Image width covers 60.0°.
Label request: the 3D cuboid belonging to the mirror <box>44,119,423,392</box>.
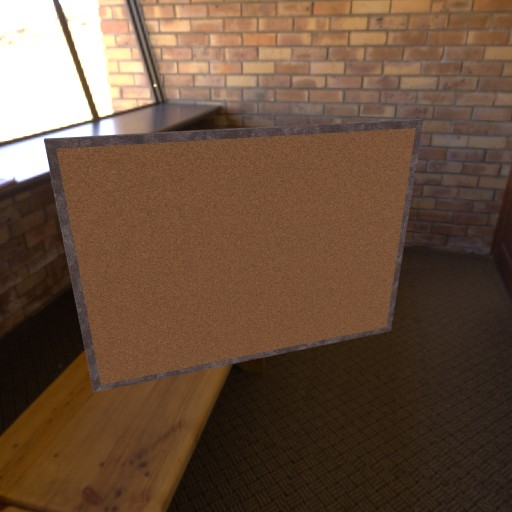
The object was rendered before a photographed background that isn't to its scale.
[{"bbox_3d":[0.000,0.000,1.417,1.101,0.795,0.022,-8,26,-16],"label":"mirror"}]
